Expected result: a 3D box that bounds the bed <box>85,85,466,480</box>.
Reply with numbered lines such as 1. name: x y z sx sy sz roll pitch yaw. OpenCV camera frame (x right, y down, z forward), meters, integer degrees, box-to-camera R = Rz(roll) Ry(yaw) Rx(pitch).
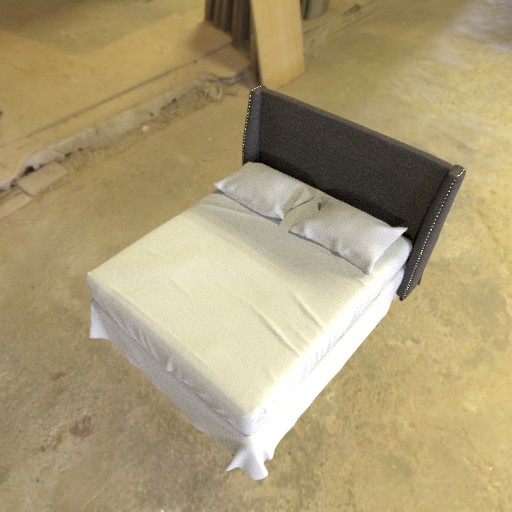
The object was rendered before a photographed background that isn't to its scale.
1. bed: 0.000 0.000 3.372 1.925 1.332 2.276 33 55 27
